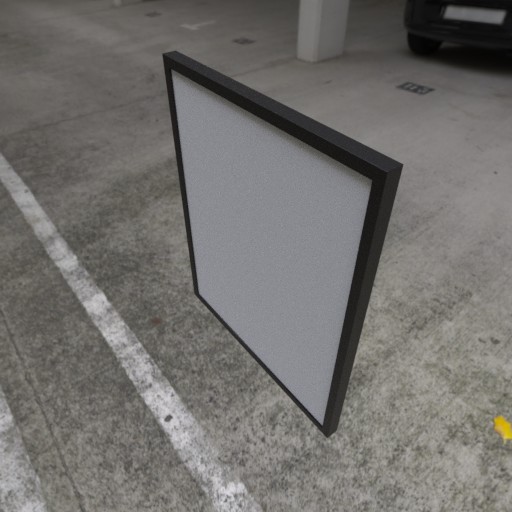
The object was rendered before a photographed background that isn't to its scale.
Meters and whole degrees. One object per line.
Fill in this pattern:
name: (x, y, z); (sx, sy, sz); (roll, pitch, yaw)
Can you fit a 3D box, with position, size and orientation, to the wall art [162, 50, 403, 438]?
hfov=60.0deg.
wall art: (0.000, 0.000, 0.544); (0.018, 0.397, 0.325); (-27, 48, -27)
